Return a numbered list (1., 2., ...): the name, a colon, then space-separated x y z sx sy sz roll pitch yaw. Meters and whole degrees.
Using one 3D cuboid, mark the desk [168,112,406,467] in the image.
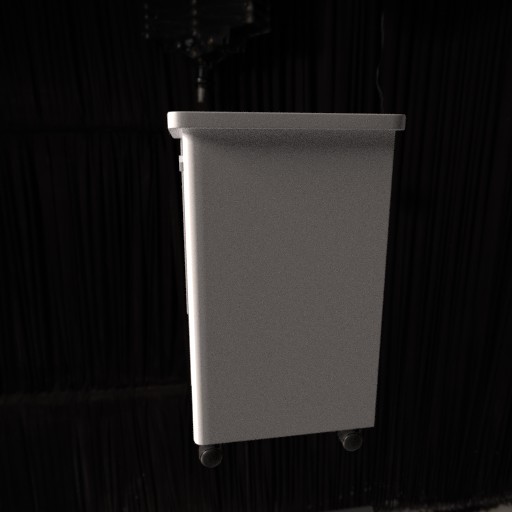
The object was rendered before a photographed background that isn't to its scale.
1. desk: 0.000 0.000 1.342 0.475 0.763 0.877 -2 14 -9
